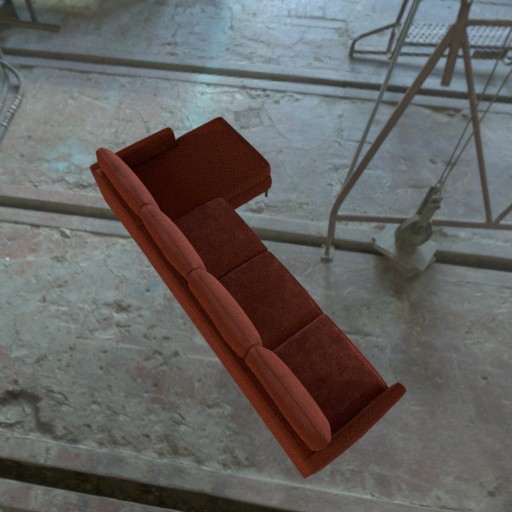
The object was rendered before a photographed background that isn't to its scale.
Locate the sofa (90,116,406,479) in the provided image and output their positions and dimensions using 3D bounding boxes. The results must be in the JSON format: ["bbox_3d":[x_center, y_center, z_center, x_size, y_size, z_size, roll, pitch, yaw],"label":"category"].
[{"bbox_3d":[0.000,0.000,3.476,1.350,0.810,2.932,-33,65,-18],"label":"sofa"}]
